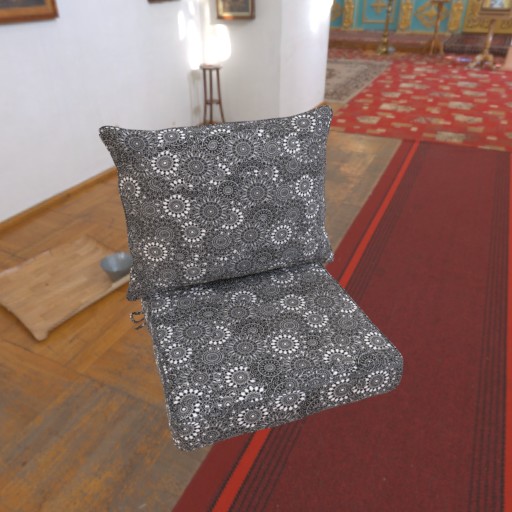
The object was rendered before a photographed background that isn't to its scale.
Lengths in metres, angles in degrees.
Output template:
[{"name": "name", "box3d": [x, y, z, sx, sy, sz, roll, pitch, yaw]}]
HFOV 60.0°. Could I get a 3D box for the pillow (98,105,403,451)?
[{"name": "pillow", "box3d": [0.000, 0.000, 1.358, 0.798, 0.722, 0.740, -10, 33, -16]}]
